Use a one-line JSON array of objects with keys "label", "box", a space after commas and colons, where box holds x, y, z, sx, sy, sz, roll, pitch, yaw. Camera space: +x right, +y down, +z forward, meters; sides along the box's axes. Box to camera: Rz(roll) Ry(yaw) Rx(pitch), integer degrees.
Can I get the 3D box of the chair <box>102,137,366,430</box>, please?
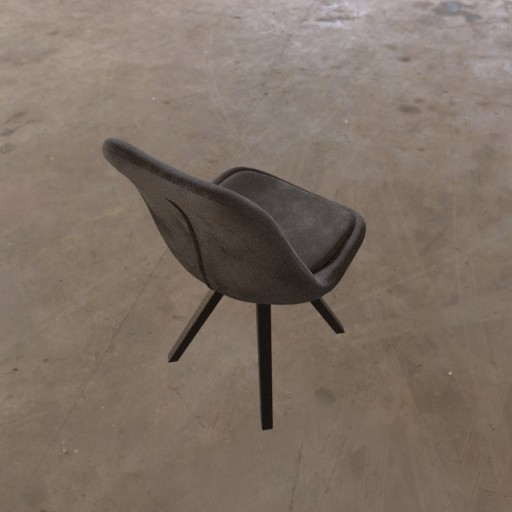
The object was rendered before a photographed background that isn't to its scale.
[{"label": "chair", "box": [0.000, 0.000, 1.156, 0.476, 0.850, 0.550, 28, 53, 24]}]
